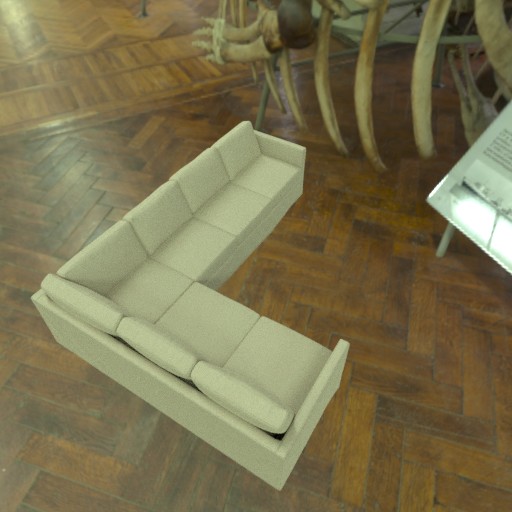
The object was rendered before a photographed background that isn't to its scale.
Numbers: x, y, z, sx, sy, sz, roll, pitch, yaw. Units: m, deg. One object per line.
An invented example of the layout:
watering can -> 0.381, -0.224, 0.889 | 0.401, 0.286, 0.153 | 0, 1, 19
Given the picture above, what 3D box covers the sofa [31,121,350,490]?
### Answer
sofa -> 0.000, 0.000, 4.300 | 2.432, 0.871, 3.182 | 24, 51, 21
